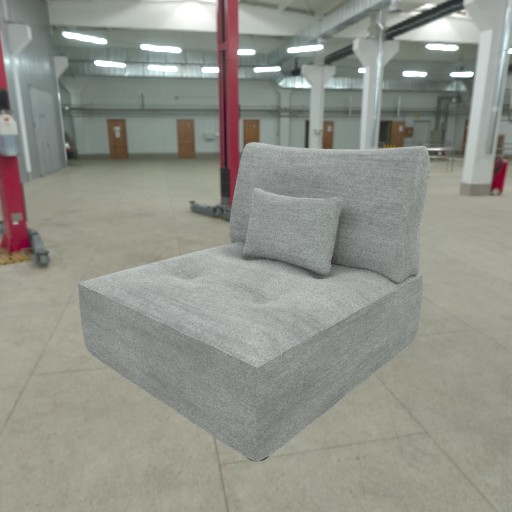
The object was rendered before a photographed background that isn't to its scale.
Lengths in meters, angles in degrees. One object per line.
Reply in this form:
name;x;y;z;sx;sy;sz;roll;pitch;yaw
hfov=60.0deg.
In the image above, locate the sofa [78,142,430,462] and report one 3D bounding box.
sofa;0.000;0.000;1.708;0.930;0.820;1.000;14;21;41
